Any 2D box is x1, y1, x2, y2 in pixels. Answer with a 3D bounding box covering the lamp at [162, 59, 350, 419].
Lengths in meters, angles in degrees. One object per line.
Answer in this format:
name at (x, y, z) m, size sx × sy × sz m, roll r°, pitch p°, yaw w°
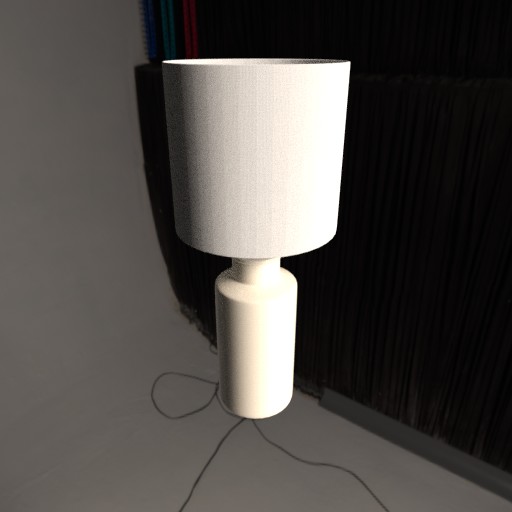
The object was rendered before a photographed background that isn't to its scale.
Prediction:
lamp at (0.000, 0.000, 0.612) m, size 0.212 × 0.493 × 0.212 m, roll 17°, pitch 30°, yaw 32°
